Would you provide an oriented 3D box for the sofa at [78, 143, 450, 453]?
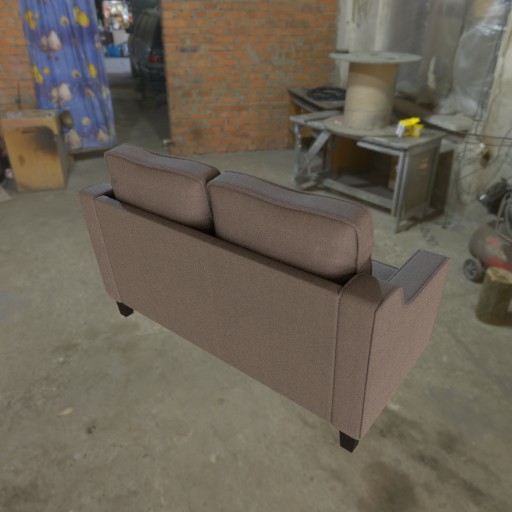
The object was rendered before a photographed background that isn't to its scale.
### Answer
[{"bbox_3d":[0.000,0.000,2.042,1.500,0.948,0.791,21,35,33],"label":"sofa"}]
